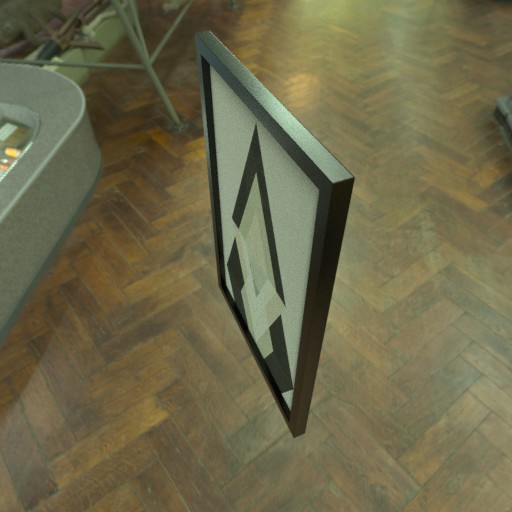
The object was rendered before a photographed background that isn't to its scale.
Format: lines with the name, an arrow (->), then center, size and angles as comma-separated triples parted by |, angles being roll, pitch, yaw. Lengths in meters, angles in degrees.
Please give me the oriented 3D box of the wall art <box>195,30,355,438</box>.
wall art -> 0.000, 0.000, 0.580 | 0.019, 0.455, 0.314 | -17, 49, -16
